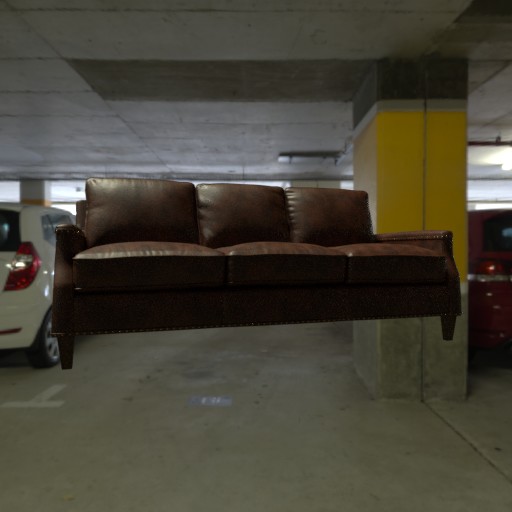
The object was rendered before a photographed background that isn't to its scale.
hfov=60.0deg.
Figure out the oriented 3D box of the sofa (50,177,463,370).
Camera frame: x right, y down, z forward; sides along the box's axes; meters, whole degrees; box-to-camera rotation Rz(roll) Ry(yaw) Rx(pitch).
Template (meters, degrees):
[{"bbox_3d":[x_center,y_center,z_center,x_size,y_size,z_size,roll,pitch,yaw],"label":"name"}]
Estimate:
[{"bbox_3d":[0.000,0.000,2.767,2.240,1.003,1.084,0,0,-18],"label":"sofa"}]
